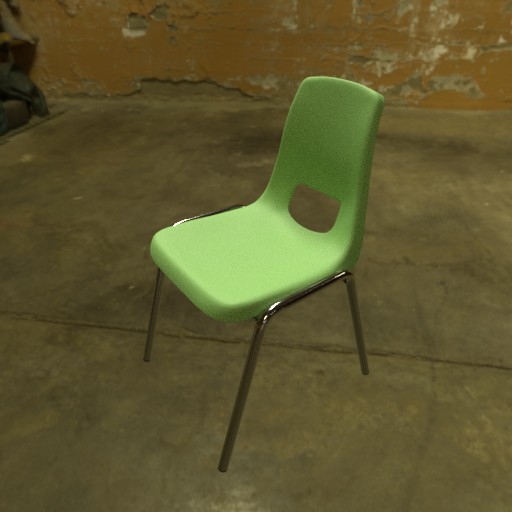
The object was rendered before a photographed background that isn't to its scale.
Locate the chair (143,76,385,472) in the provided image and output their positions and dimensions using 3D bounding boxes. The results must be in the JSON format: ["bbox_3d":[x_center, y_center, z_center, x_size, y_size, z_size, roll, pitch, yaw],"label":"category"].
[{"bbox_3d":[0.000,0.000,0.924,0.436,0.653,0.381,-21,37,-30],"label":"chair"}]
